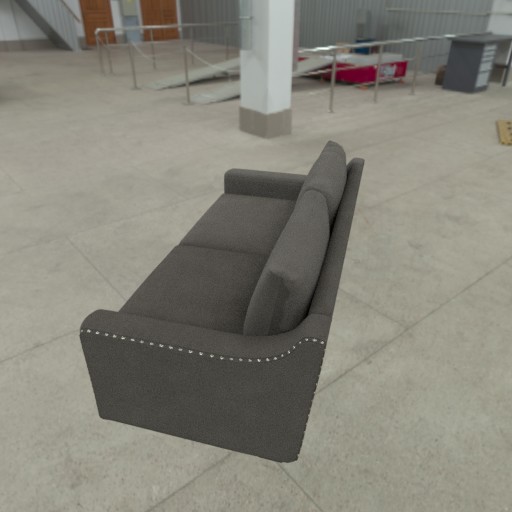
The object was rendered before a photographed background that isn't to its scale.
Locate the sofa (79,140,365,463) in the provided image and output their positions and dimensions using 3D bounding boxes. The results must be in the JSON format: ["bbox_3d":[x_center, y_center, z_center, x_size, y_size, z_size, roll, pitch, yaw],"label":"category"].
[{"bbox_3d":[0.000,0.000,3.303,1.336,1.196,2.550,8,32,13],"label":"sofa"}]
